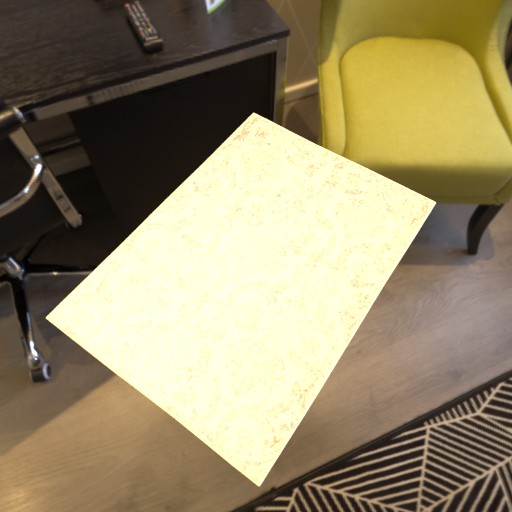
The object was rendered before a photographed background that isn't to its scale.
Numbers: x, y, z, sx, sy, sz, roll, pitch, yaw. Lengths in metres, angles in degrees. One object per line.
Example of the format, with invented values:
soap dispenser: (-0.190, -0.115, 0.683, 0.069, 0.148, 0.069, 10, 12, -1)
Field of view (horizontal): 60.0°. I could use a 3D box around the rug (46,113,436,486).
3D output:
rug: (0.000, 0.000, 2.934, 1.598, 0.014, 2.202, 31, 64, 17)
